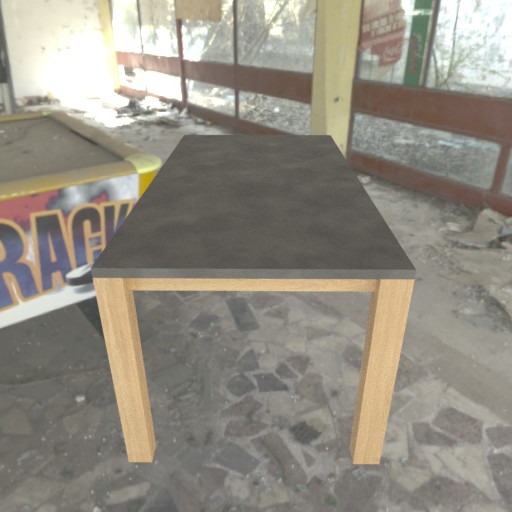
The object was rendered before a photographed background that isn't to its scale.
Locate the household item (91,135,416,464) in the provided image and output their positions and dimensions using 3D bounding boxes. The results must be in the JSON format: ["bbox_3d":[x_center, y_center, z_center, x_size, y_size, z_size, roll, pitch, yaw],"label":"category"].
[{"bbox_3d":[0.000,0.000,2.041,0.850,0.755,1.600,0,27,1],"label":"household item"}]
